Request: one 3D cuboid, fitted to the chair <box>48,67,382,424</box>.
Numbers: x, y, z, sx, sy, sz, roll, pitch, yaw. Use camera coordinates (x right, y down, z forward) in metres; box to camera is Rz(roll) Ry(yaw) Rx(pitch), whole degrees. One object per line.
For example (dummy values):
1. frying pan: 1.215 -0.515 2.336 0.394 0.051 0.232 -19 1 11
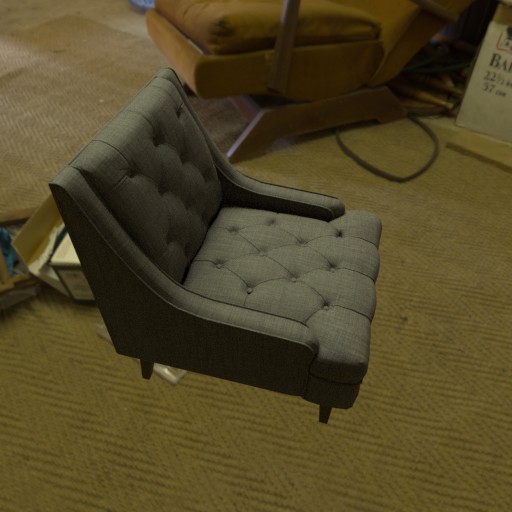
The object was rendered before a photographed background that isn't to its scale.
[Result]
1. chair: 0.000 0.000 1.403 0.771 0.891 0.655 11 46 10
